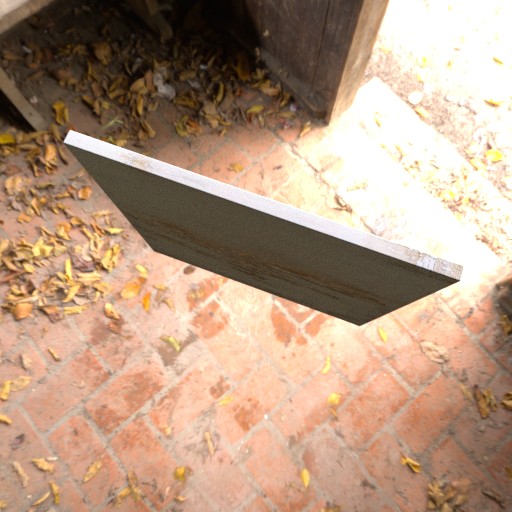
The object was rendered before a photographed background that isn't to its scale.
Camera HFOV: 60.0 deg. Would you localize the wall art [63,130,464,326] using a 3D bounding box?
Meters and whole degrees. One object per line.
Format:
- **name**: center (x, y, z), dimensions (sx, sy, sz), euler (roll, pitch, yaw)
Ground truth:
- **wall art**: center (0.000, 0.000, 1.557), dimensions (1.015, 1.018, 0.040), euler (20, 76, 5)
